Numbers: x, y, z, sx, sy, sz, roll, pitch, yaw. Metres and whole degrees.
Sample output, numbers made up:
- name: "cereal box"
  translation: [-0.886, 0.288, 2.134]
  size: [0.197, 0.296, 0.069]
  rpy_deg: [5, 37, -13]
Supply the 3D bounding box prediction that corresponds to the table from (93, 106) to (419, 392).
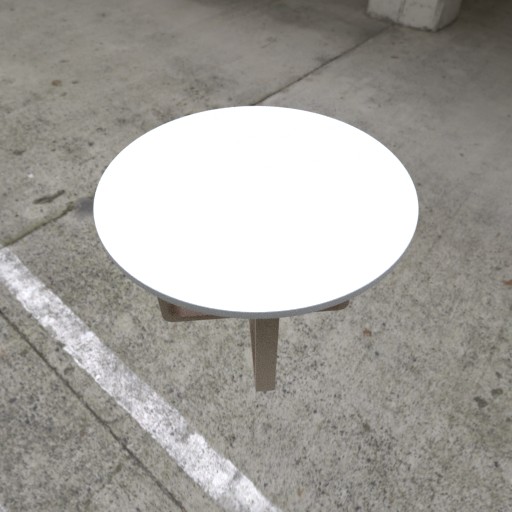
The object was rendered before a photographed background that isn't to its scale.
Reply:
- name: "table"
  translation: [0.000, 0.000, 0.987]
  size: [0.600, 0.400, 0.600]
  rpy_deg: [0, 47, 0]
